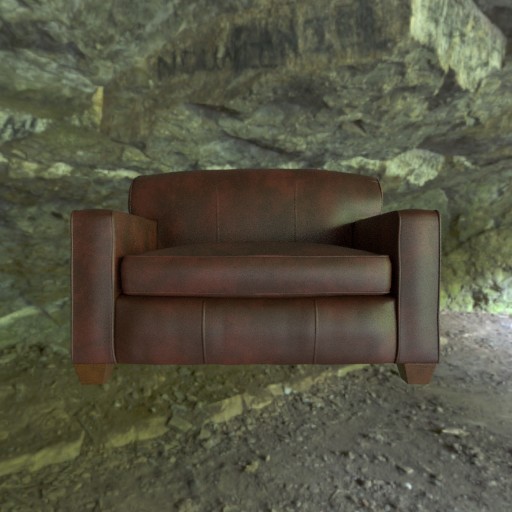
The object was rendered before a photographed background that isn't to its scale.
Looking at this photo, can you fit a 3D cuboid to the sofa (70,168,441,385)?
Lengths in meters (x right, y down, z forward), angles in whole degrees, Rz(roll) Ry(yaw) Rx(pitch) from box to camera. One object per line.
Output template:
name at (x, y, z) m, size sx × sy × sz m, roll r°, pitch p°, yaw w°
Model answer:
sofa at (0.000, 0.000, 2.083) m, size 1.413 × 0.956 × 1.000 m, roll 0°, pitch 1°, yaw 0°
